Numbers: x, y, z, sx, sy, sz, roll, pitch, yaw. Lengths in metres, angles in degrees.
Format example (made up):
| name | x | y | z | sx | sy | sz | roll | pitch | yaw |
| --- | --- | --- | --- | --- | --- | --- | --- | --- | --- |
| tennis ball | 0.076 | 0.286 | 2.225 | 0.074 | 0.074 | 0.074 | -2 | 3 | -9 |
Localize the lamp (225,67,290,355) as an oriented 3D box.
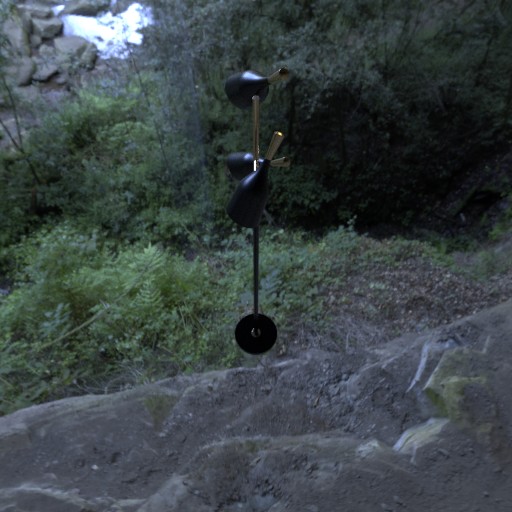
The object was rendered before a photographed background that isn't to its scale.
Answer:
| name | x | y | z | sx | sy | sz | roll | pitch | yaw |
| --- | --- | --- | --- | --- | --- | --- | --- | --- | --- |
| lamp | 0.000 | 0.000 | 1.874 | 0.253 | 1.778 | 0.434 | 0 | 59 | 0 |
